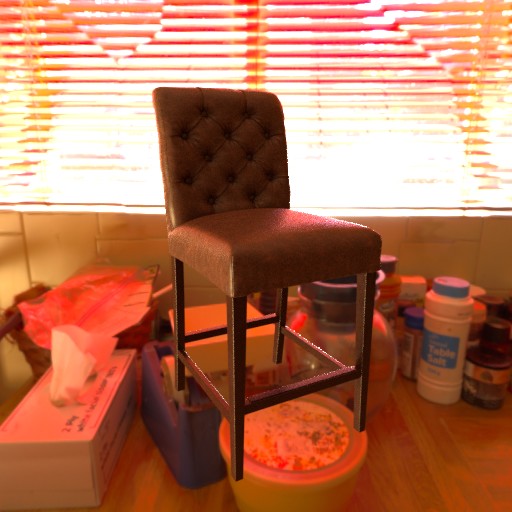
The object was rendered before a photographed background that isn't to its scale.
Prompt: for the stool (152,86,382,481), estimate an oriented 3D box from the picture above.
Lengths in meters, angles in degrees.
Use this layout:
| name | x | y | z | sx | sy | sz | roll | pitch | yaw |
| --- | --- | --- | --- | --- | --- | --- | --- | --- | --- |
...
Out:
| name | x | y | z | sx | sy | sz | roll | pitch | yaw |
| --- | --- | --- | --- | --- | --- | --- | --- | --- | --- |
| stool | 0.000 | 0.000 | 1.453 | 0.486 | 1.084 | 0.660 | -8 | 17 | -27 |
